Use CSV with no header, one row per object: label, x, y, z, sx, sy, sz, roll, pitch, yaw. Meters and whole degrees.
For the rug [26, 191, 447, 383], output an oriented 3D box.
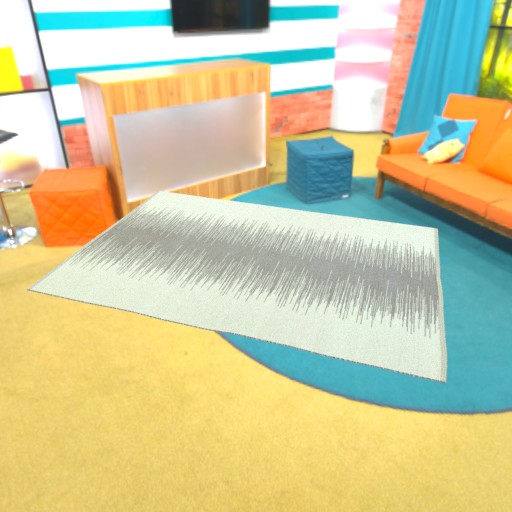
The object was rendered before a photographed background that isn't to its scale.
rug,0.000,0.000,2.284,1.815,0.007,1.226,10,32,15
